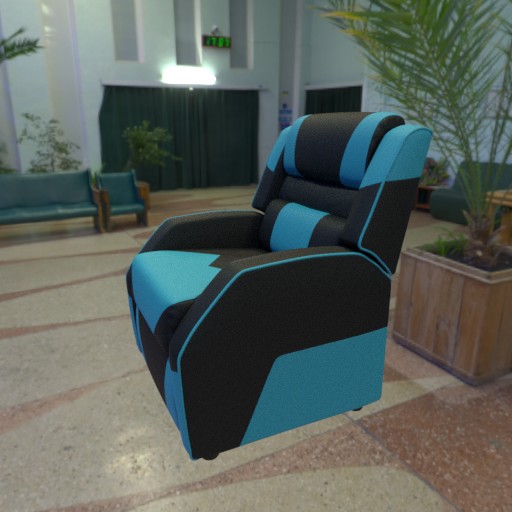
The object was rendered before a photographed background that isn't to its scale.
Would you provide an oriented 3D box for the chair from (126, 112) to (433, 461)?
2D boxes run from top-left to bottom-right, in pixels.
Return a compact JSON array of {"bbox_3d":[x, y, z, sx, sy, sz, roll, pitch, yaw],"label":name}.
[{"bbox_3d":[0.000,0.000,1.296,0.672,0.805,0.620,-8,18,-25],"label":"chair"}]
